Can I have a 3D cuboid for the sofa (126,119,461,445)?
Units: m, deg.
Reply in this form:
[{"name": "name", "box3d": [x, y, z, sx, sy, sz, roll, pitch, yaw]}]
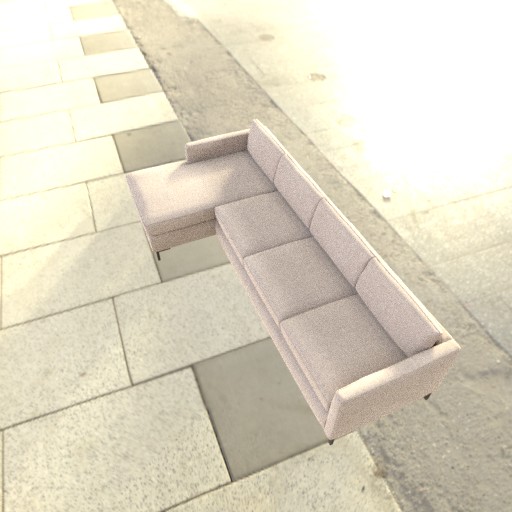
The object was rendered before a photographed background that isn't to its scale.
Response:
[{"name": "sofa", "box3d": [0.000, 0.000, 3.534, 1.469, 0.816, 2.923, -18, 49, -16]}]
